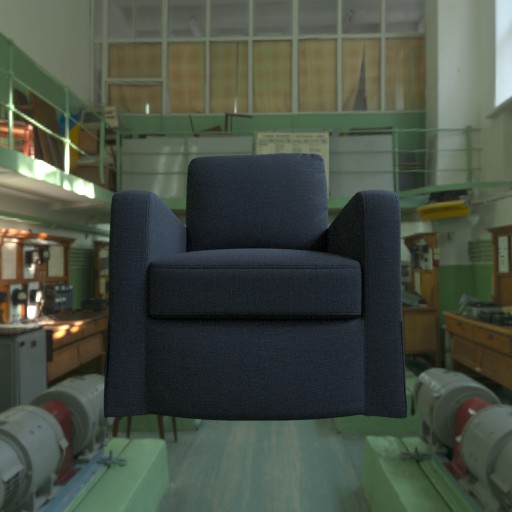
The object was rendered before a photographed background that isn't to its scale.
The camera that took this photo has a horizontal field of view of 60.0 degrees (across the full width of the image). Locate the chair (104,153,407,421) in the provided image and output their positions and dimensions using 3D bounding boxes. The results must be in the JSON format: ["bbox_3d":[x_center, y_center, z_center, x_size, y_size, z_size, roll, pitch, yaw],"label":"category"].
[{"bbox_3d":[0.000,0.000,1.548,0.798,0.855,0.863,0,-1,1],"label":"chair"}]
